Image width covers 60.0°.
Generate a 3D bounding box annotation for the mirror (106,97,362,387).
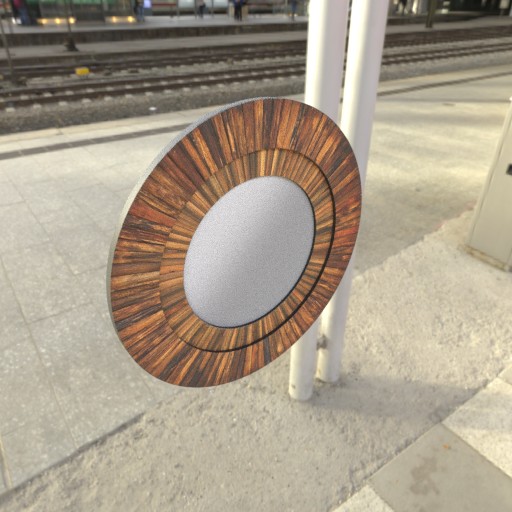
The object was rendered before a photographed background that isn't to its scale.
[{"bbox_3d":[0.000,0.000,1.584,1.077,1.077,0.036,-21,36,-32],"label":"mirror"}]
